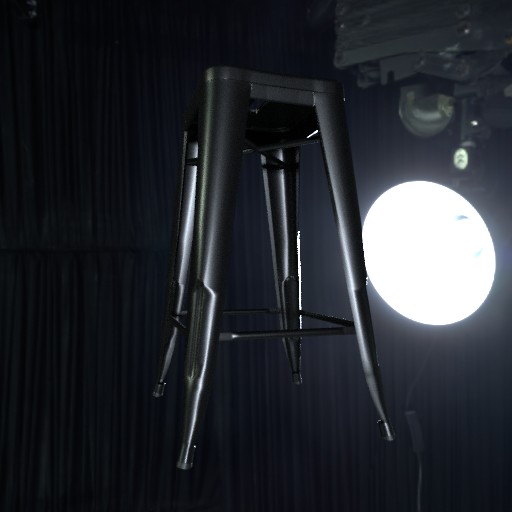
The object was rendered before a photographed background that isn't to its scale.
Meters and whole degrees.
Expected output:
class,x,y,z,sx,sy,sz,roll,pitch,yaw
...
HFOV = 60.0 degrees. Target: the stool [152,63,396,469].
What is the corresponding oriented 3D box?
class,x,y,z,sx,sy,sz,roll,pitch,yaw
stool,0.000,0.000,0.862,0.359,0.609,0.399,1,-2,-18
